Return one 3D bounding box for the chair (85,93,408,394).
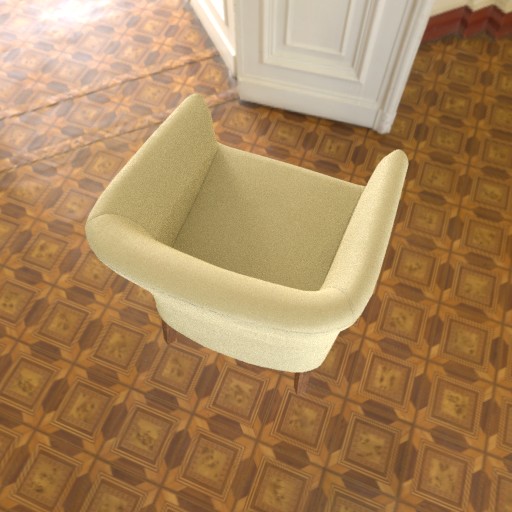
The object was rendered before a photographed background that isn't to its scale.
[{"bbox_3d":[0.000,0.000,1.308,0.643,0.822,0.657,19,64,9],"label":"chair"}]
